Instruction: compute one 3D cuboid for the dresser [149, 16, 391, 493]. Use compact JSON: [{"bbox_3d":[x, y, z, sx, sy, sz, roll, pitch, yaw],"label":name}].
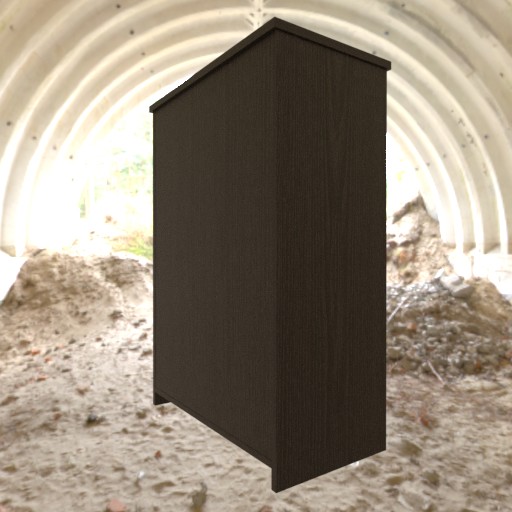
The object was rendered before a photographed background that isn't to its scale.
[{"bbox_3d":[0.000,0.000,1.344,0.399,1.020,0.704,0,0,-35],"label":"dresser"}]
